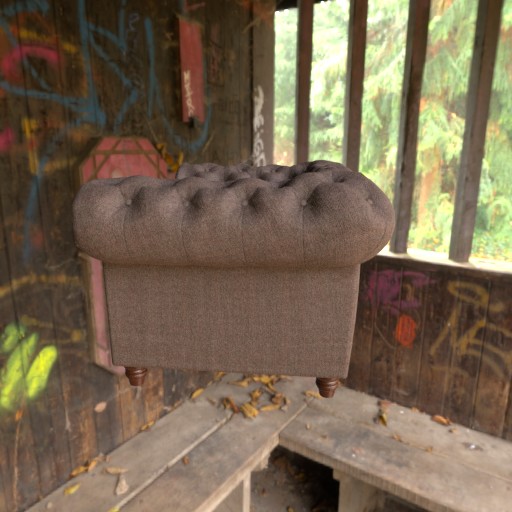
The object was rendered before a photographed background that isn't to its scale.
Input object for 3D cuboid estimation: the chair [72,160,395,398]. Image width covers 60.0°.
[{"bbox_3d":[0.000,0.000,1.898,0.945,0.780,1.298,2,14,6],"label":"chair"}]
